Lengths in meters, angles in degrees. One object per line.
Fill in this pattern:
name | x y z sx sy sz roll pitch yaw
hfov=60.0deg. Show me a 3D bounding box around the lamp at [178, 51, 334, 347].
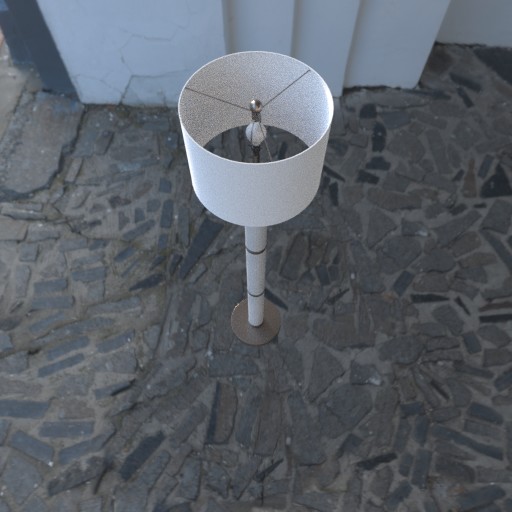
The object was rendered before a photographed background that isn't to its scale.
lamp | 0.000 0.000 1.772 0.377 1.599 0.377 16 64 8
